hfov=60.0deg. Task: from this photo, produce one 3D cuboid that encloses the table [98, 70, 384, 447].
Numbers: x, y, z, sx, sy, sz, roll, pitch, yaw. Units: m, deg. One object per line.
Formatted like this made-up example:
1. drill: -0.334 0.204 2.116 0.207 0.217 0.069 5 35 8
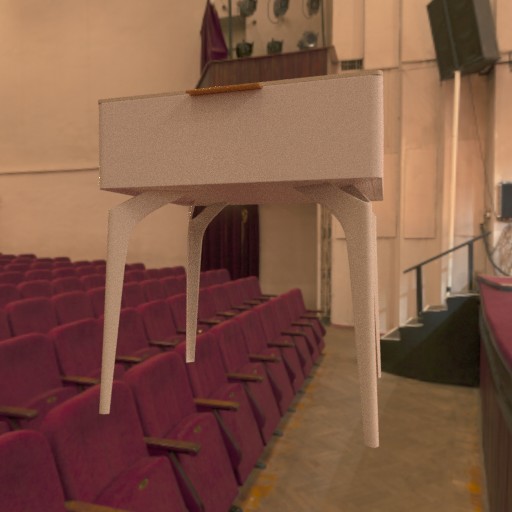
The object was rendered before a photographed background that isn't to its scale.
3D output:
1. table: 0.000 0.000 0.912 0.500 0.570 0.400 0 1 16
